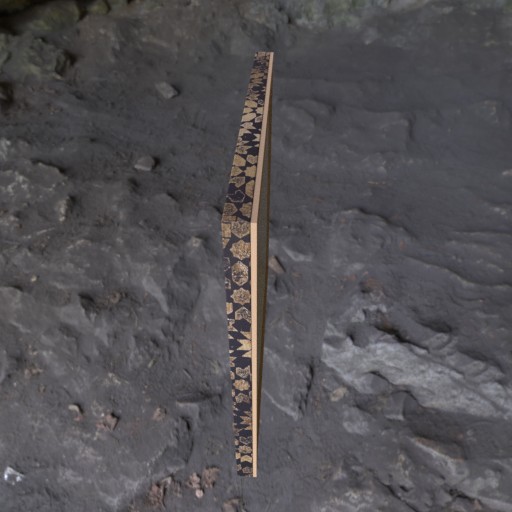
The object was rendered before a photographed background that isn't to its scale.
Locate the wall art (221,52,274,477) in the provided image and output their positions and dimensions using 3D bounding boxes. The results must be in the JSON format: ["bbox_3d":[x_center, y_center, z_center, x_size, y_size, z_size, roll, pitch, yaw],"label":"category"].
[{"bbox_3d":[0.000,0.000,0.899,0.038,0.612,0.612,2,40,3],"label":"wall art"}]
